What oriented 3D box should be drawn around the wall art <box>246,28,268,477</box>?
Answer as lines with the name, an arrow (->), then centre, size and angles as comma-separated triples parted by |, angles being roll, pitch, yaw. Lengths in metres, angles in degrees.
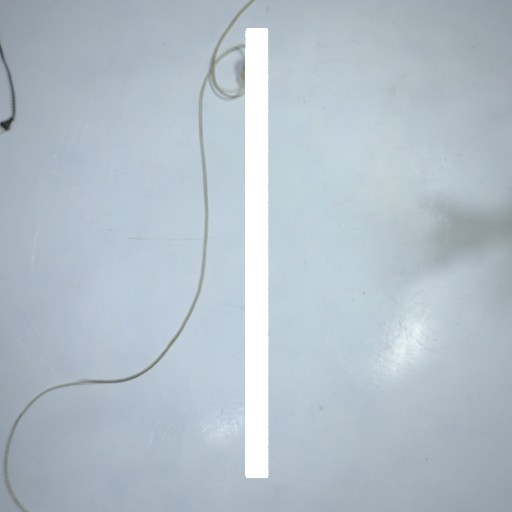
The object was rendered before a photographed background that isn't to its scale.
wall art -> 0.000, 0.000, 1.129 | 0.042, 0.760, 0.760 | 0, 89, 0
